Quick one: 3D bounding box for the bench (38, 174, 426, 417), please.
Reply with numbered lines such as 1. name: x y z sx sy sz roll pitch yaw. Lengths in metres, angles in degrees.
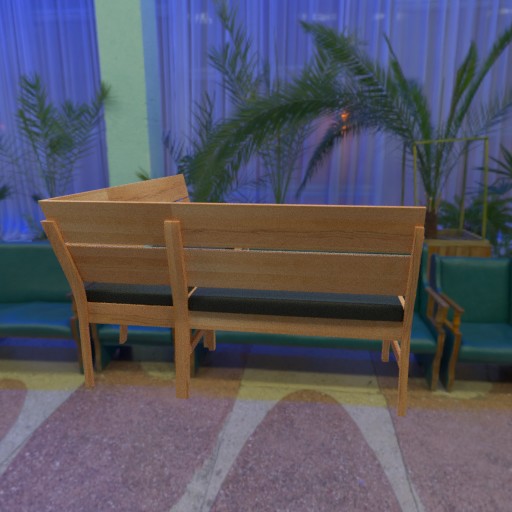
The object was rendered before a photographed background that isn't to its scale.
1. bench: 0.000 0.000 2.771 1.548 0.890 1.948 2 14 8
